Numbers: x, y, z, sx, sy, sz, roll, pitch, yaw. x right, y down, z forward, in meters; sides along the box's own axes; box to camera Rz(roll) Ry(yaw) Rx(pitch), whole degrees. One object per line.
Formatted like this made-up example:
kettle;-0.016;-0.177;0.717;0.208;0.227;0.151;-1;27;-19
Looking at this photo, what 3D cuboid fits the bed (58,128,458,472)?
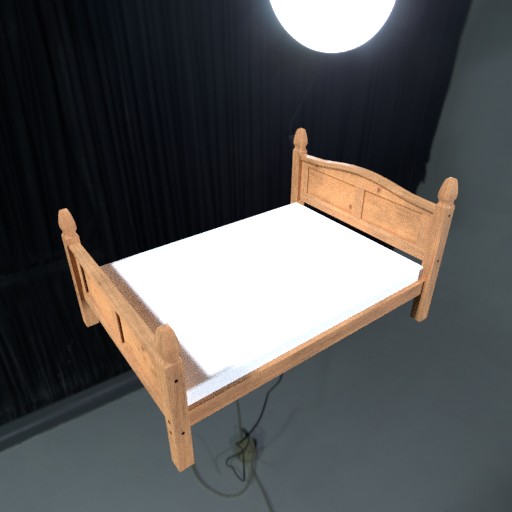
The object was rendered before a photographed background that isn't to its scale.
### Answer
bed;0.000;0.000;3.000;2.069;1.100;1.490;-21;37;-31
